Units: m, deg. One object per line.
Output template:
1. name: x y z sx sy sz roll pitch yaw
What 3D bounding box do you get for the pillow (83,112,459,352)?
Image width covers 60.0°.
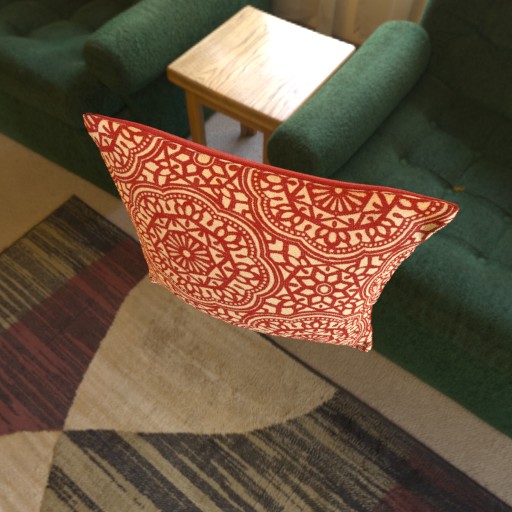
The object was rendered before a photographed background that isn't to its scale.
1. pillow: 0.000 0.000 0.664 0.438 0.419 0.162 16 59 10
